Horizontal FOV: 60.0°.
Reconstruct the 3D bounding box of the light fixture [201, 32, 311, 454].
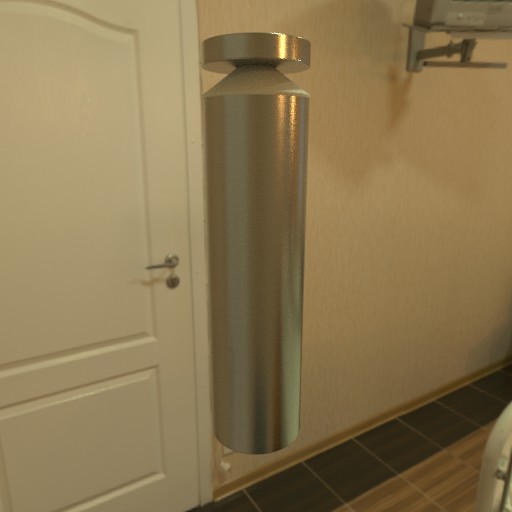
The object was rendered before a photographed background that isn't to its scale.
[{"bbox_3d":[0.000,0.000,0.458,0.102,0.400,0.102,8,17,28],"label":"light fixture"}]
